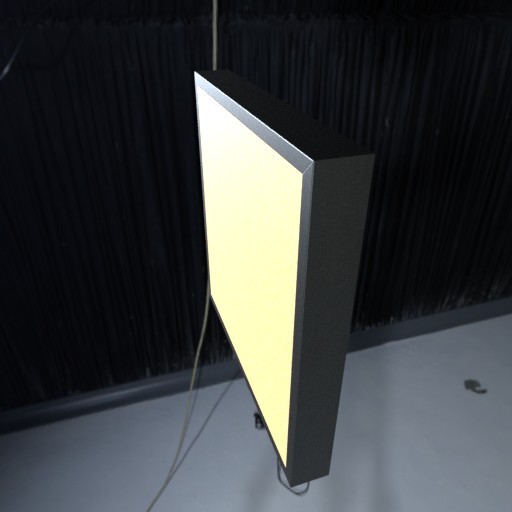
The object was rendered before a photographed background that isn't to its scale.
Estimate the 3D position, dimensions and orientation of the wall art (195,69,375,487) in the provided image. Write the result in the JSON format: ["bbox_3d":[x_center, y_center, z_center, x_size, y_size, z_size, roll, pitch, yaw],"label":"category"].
[{"bbox_3d":[0.000,0.000,0.445,0.038,0.304,0.304,-10,33,-16],"label":"wall art"}]
